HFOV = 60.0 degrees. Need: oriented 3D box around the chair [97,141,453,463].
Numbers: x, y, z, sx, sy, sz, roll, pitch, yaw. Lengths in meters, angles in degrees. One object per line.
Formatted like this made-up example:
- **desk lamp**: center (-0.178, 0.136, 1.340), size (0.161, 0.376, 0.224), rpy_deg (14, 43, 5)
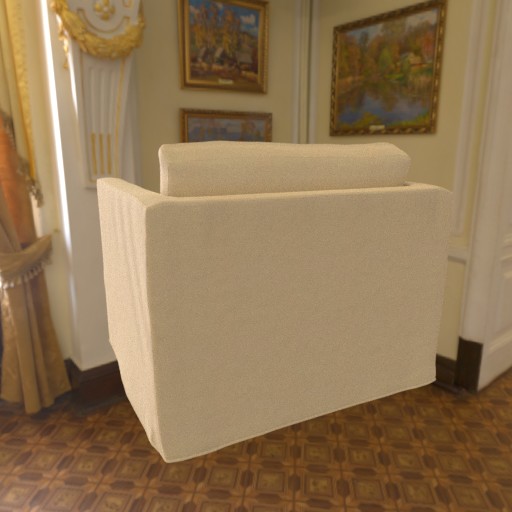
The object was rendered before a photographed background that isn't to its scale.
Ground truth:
- **chair**: center (0.000, 0.000, 1.708), size (1.057, 0.851, 0.947), rpy_deg (-7, 15, -25)
